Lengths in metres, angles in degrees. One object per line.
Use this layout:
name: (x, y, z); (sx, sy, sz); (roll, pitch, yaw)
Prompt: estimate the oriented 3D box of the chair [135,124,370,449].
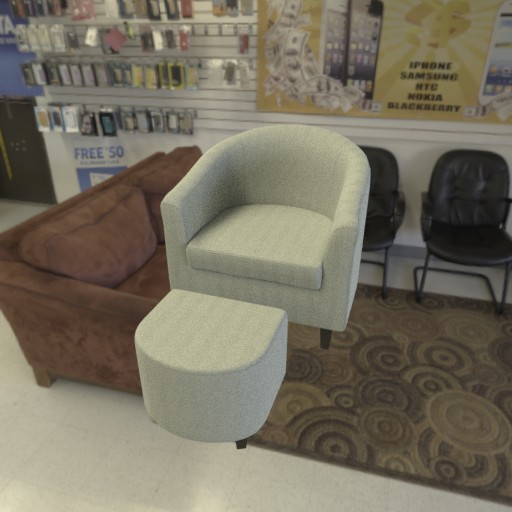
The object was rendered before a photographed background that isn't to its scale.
chair: (0.000, 0.000, 1.703); (0.756, 0.757, 1.288); (9, 29, 17)
